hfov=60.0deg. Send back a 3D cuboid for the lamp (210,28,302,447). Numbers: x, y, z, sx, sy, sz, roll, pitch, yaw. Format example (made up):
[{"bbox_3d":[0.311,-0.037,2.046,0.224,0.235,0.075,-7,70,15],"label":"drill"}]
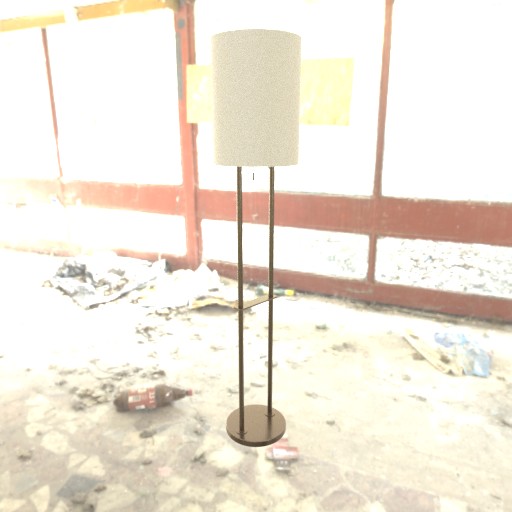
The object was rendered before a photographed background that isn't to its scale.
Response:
[{"bbox_3d":[0.000,0.000,1.675,0.306,1.500,0.305,-15,21,-43],"label":"lamp"}]
